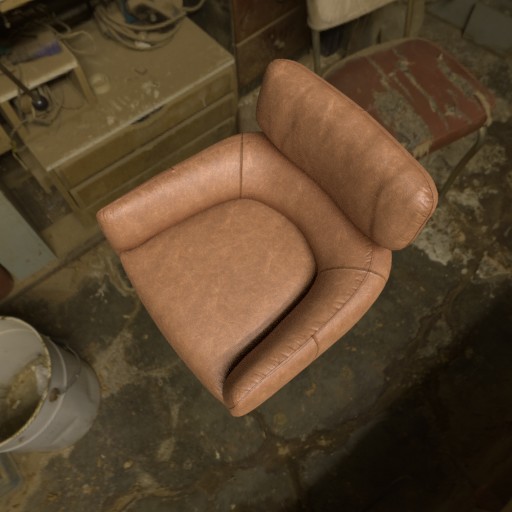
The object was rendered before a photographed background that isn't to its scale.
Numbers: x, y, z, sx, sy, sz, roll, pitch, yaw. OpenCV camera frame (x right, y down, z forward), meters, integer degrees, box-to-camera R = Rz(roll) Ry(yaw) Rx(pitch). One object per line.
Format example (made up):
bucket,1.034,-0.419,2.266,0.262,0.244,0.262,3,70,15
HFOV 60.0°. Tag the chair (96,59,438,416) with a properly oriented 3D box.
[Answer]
chair,0.000,0.000,1.355,0.715,0.812,0.706,-35,69,-16
